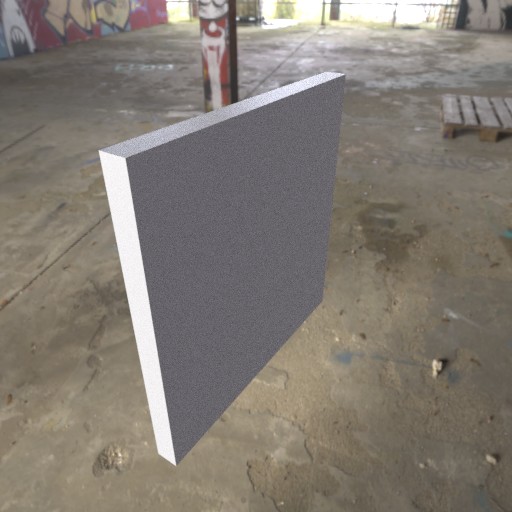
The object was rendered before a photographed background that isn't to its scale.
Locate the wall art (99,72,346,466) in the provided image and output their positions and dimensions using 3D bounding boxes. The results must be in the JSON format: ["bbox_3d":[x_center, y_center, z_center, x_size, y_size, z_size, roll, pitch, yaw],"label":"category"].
[{"bbox_3d":[0.000,0.000,0.525,0.027,0.355,0.355,20,38,28],"label":"wall art"}]
